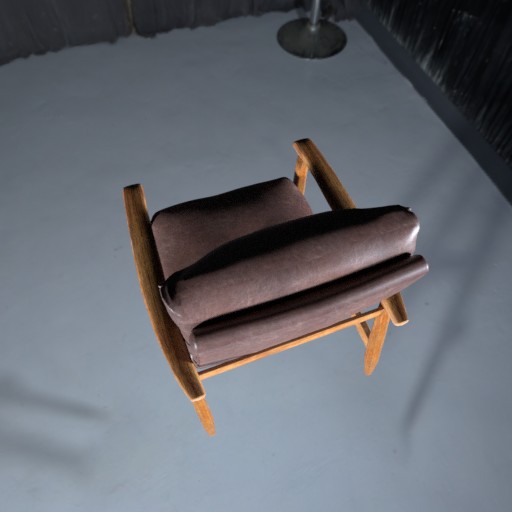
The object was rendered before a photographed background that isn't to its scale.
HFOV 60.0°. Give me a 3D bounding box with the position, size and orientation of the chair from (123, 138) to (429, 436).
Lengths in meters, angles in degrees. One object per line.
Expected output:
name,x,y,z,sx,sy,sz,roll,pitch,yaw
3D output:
chair,0.000,0.000,1.508,0.782,0.897,0.830,-17,60,-11
